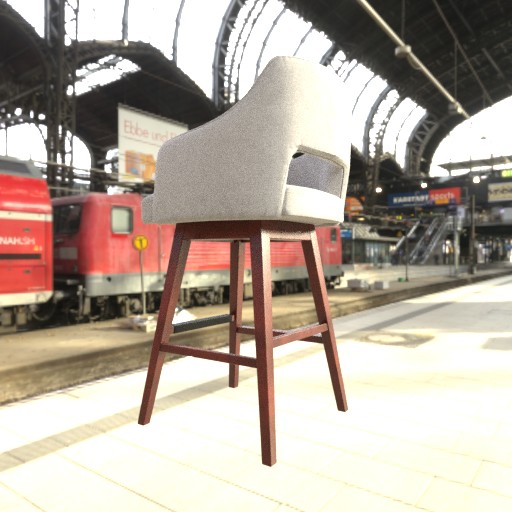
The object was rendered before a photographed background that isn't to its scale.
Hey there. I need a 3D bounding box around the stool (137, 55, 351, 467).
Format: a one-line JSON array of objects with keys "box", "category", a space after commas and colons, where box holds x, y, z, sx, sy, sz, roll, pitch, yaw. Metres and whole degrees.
[{"box": [0.000, 0.000, 1.372, 0.558, 1.012, 0.548, 0, 0, 34], "category": "stool"}]
